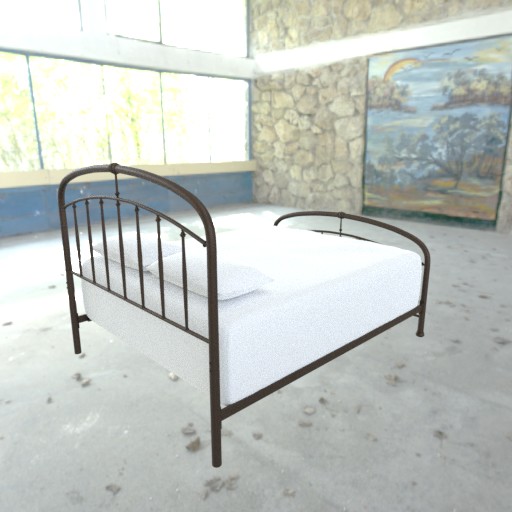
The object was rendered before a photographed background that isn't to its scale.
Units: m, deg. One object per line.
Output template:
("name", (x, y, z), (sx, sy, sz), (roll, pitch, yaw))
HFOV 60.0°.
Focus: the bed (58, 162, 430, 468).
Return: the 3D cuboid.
("bed", (0.000, 0.000, 3.284), (2.180, 1.425, 1.711), (-14, 20, -42))
